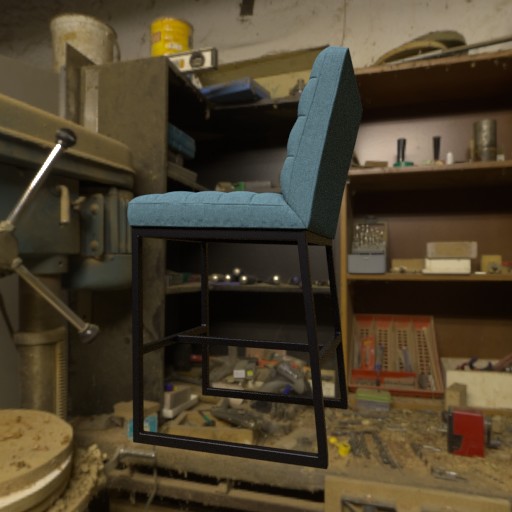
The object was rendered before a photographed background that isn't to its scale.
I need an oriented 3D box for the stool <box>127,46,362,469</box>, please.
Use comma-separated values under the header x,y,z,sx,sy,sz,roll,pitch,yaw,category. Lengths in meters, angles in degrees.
x,y,z,sx,sy,sz,roll,pitch,yaw,category
0.000,0.000,1.251,0.560,0.940,0.460,0,-1,18,stool
